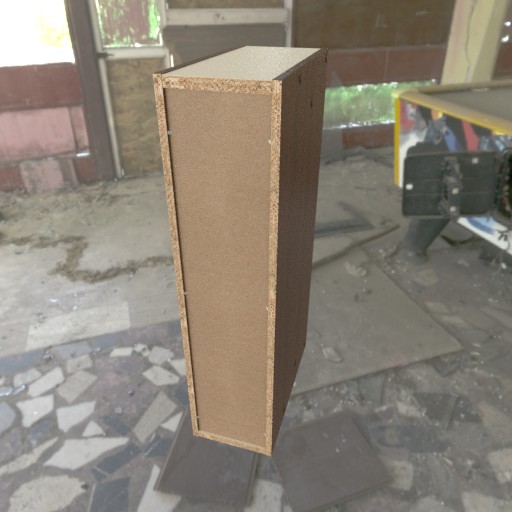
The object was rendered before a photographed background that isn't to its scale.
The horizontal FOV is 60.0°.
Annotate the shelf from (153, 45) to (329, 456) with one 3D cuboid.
[{"bbox_3d":[0.000,0.000,0.731,0.147,0.600,0.290,9,32,15],"label":"shelf"}]
